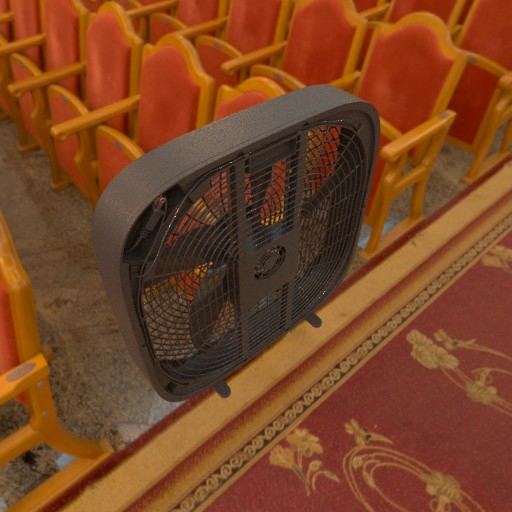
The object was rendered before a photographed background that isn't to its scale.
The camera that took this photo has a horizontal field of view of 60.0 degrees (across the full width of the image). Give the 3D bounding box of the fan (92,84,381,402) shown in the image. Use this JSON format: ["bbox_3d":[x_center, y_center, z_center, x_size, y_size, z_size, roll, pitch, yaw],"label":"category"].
[{"bbox_3d":[0.000,0.000,0.809,0.526,0.533,0.142,-31,53,-27],"label":"fan"}]
